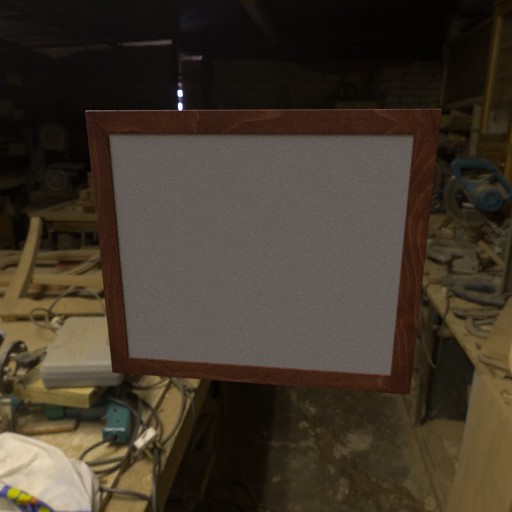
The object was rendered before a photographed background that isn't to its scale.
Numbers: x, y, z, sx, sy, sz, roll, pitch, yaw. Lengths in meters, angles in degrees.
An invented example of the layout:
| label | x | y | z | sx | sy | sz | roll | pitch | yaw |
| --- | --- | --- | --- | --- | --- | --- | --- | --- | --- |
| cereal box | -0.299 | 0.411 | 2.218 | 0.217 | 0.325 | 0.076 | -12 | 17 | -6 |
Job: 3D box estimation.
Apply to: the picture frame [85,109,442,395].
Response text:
| label | x | y | z | sx | sy | sz | roll | pitch | yaw |
| --- | --- | --- | --- | --- | --- | --- | --- | --- | --- |
| picture frame | 0.000 | 0.000 | 0.529 | 0.381 | 0.330 | 0.025 | 2 | 16 | 7 |
